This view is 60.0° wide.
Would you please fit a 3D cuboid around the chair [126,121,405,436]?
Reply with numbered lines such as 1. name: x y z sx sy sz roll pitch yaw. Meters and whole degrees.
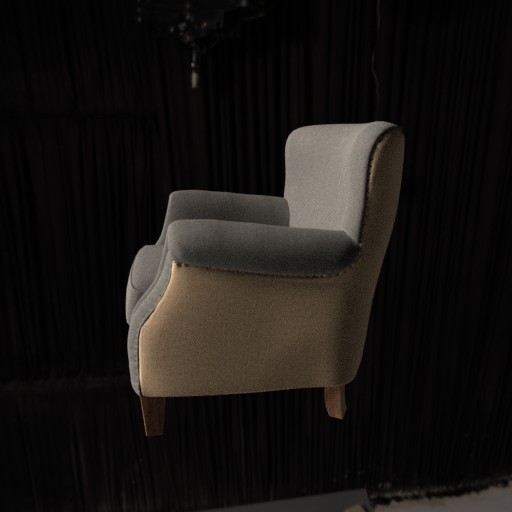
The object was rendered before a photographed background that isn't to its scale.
1. chair: 0.000 0.000 1.625 0.921 0.936 0.861 -3 16 -10
